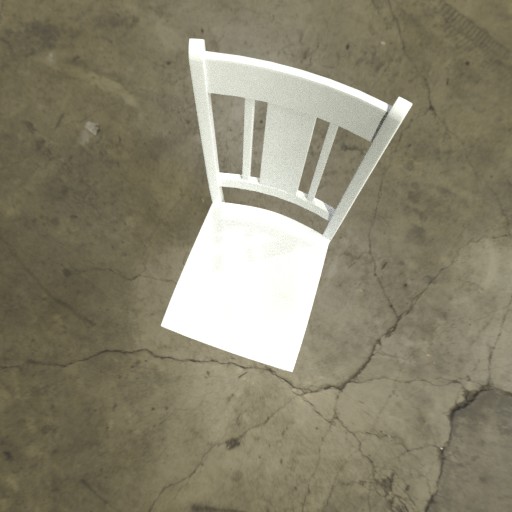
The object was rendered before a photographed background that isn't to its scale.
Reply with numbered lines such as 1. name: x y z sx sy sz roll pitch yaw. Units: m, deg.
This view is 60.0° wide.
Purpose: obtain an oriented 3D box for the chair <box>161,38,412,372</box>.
1. chair: 0.000 0.000 1.273 0.450 0.998 0.555 18 76 5
